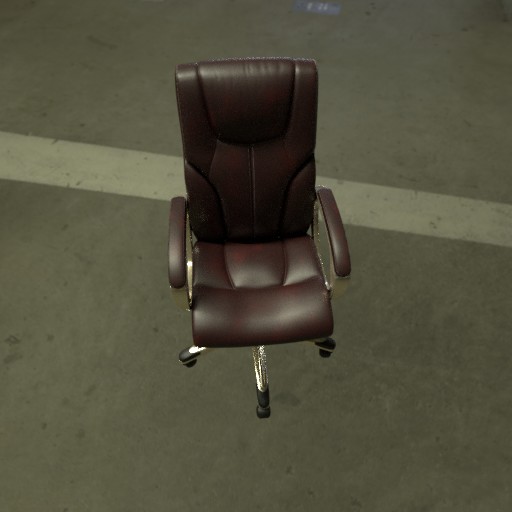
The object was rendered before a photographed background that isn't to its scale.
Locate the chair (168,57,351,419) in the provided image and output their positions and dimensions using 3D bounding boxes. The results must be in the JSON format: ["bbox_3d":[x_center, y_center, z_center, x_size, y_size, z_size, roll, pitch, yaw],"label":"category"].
[{"bbox_3d":[0.000,0.000,1.578,0.662,1.107,0.739,-4,48,-3],"label":"chair"}]
